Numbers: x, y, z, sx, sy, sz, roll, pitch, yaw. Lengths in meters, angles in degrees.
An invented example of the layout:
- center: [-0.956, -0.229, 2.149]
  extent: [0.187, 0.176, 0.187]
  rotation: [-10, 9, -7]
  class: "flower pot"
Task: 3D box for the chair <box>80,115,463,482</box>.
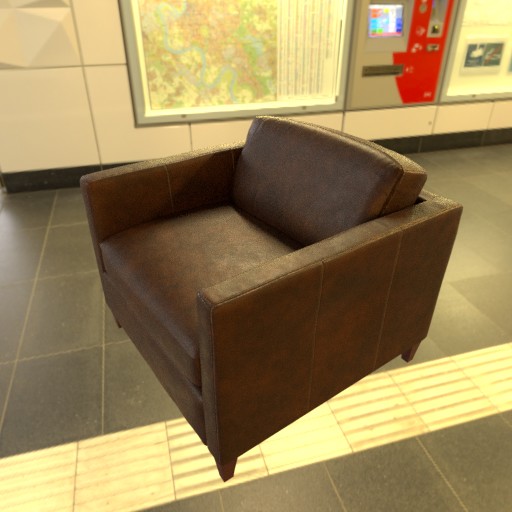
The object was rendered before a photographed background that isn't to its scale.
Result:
- center: [0.000, 0.000, 1.679]
  extent: [0.975, 0.864, 0.990]
  rotation: [-20, 37, -30]
  class: "chair"
